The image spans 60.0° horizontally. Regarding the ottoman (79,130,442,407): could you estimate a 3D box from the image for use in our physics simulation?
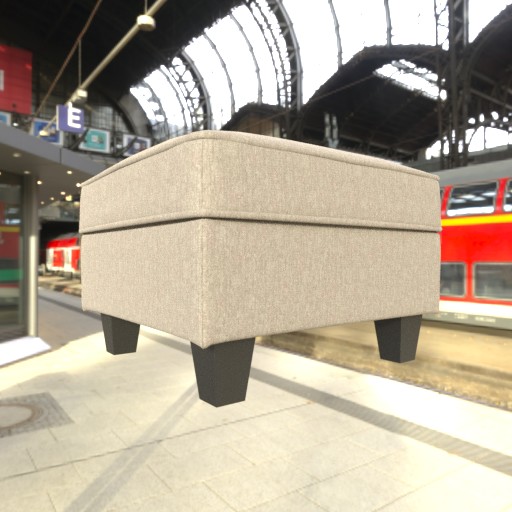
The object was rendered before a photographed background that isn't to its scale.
[{"bbox_3d":[0.000,0.000,1.367,0.871,0.612,0.808,0,0,-37],"label":"ottoman"}]
